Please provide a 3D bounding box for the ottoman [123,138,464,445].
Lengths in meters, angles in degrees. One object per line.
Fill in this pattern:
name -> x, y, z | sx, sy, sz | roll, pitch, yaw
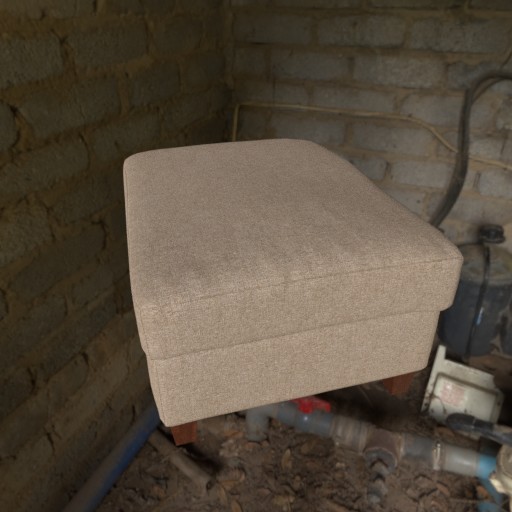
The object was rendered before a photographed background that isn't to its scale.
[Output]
ottoman -> 0.000, 0.000, 1.302 | 0.692, 0.511, 0.889 | -8, 31, -13
